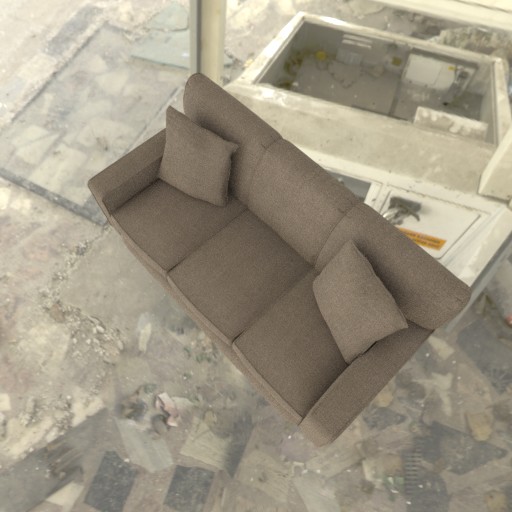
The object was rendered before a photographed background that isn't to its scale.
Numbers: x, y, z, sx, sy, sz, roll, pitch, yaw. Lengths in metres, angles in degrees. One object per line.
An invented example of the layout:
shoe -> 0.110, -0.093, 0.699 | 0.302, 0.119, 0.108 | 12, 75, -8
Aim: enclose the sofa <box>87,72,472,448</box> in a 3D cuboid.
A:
sofa -> 0.000, 0.000, 2.631 | 0.997, 0.958, 2.024 | -40, 71, -17
